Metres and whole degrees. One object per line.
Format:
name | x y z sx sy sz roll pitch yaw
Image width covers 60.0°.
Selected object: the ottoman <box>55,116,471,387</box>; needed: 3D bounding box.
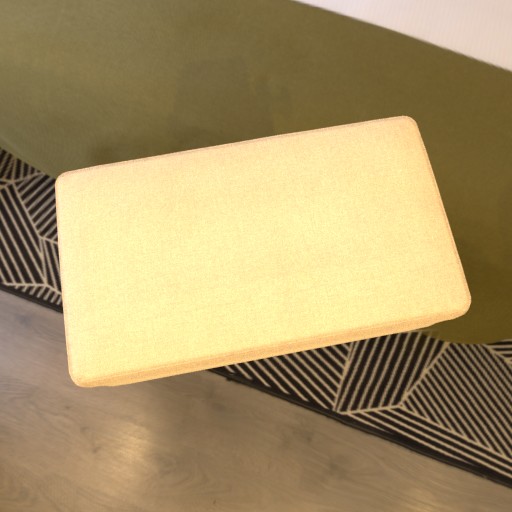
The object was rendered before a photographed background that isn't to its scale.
ottoman | 0.000 0.000 1.399 1.097 0.448 0.617 -10 75 -3
